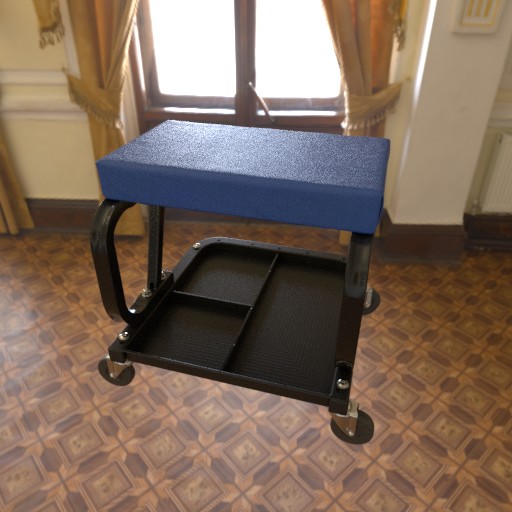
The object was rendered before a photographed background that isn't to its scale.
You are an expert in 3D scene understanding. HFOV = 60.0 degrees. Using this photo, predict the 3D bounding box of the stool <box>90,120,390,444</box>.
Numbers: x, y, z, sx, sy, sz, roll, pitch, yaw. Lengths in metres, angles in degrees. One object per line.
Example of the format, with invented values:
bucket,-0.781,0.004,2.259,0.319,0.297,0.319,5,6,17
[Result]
stool,0.000,0.000,0.733,0.446,0.380,0.371,9,33,14
